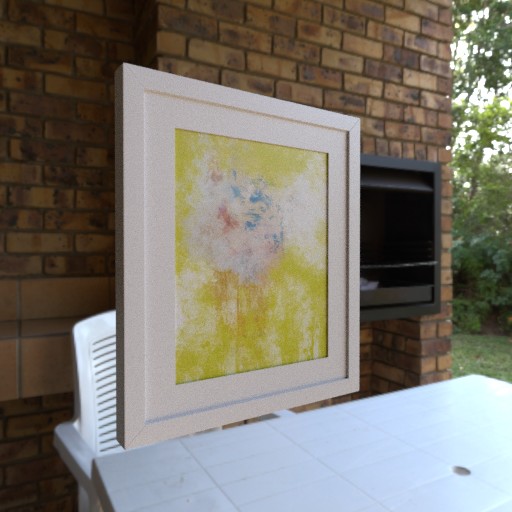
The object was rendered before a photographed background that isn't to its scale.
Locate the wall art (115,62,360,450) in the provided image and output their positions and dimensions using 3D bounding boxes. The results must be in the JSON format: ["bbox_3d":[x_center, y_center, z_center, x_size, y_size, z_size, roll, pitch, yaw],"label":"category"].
[{"bbox_3d":[0.000,0.000,0.537,0.331,0.381,0.028,-1,1,-34],"label":"wall art"}]
